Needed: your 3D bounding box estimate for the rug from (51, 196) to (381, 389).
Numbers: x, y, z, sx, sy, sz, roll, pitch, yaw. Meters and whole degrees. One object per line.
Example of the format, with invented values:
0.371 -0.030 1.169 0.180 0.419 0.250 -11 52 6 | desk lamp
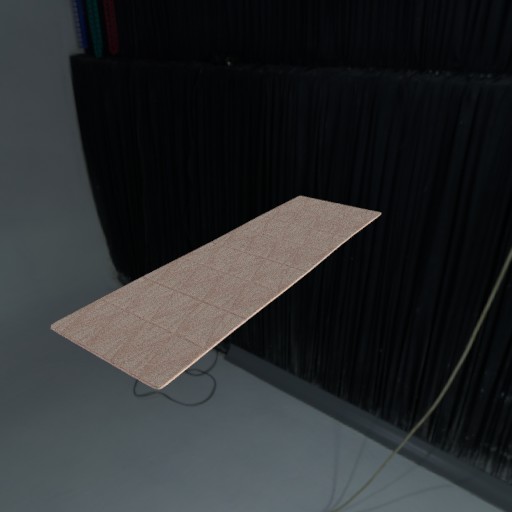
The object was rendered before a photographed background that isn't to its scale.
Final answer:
0.000 0.000 2.847 0.760 0.015 2.435 17 31 31 | rug
